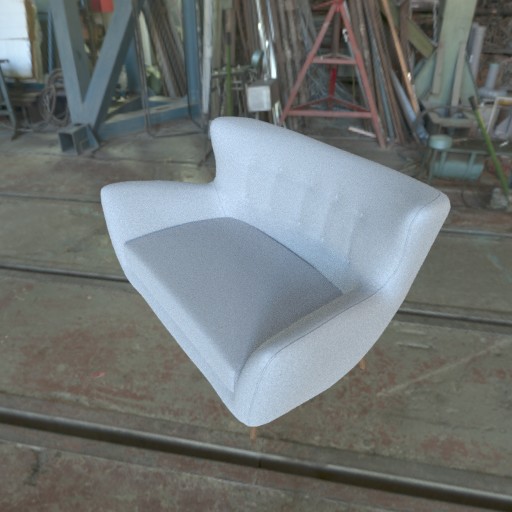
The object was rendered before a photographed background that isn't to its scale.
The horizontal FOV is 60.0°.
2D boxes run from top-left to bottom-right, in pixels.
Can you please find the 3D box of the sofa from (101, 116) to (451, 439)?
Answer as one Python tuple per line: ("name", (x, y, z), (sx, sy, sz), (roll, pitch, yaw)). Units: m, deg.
("sofa", (0.000, 0.000, 1.961), (0.921, 0.878, 1.424), (-20, 37, -29))
